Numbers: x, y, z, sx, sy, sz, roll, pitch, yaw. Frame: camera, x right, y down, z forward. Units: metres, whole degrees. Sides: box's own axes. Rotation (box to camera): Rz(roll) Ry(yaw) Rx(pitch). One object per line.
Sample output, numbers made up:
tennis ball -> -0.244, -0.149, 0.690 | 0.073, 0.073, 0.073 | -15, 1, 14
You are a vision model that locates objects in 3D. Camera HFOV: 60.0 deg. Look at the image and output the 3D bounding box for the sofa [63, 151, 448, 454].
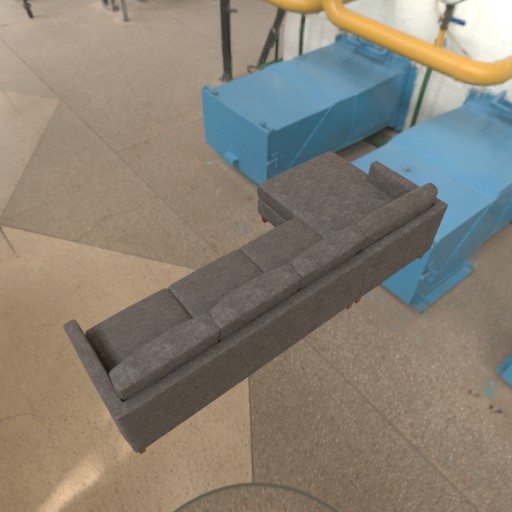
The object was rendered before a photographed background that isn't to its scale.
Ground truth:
sofa -> 0.000, 0.000, 4.142 | 3.471, 0.954, 1.606 | -29, 54, -24
